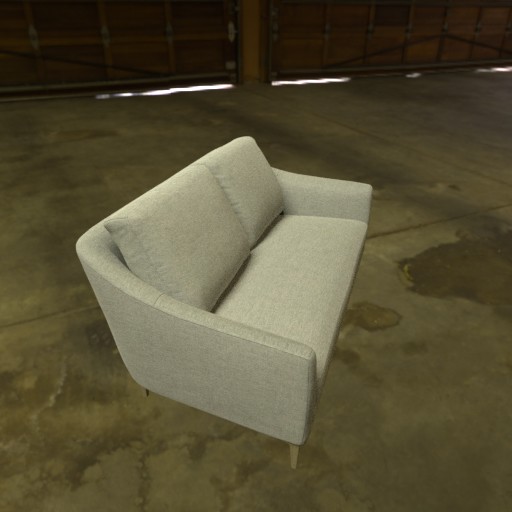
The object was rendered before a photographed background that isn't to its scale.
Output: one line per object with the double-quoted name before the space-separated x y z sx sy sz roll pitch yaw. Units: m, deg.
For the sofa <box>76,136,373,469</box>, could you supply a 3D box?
"sofa" 0.000 0.000 2.212 0.960 0.904 1.619 10 30 17
